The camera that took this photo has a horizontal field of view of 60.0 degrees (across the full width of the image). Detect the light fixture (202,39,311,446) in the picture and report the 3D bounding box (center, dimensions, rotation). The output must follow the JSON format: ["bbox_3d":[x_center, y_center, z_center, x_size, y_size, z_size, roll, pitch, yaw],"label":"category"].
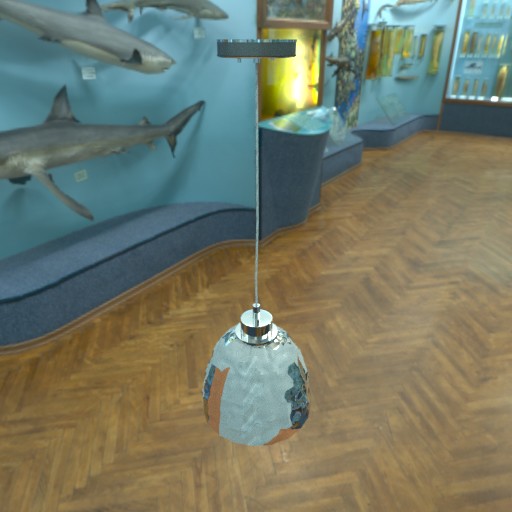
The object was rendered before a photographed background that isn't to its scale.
[{"bbox_3d":[0.000,0.000,1.721,0.500,1.511,0.496,18,31,32],"label":"light fixture"}]
